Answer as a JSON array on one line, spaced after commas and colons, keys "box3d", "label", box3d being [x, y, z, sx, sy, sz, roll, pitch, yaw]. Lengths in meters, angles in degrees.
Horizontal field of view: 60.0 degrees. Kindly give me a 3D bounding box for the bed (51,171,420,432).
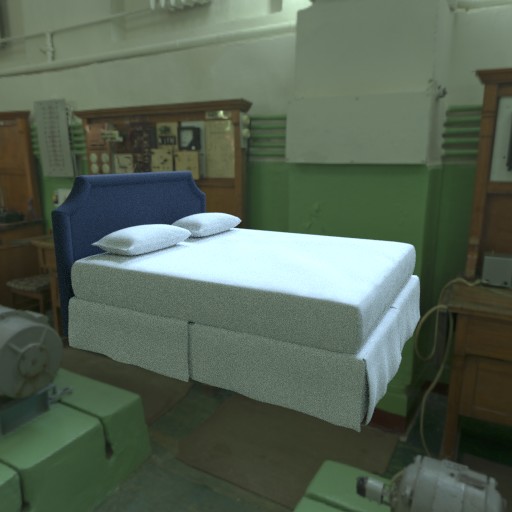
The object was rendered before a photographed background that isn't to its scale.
[{"box3d": [0.000, 0.000, 4.152, 2.773, 1.488, 2.350, 7, 14, 27], "label": "bed"}]
